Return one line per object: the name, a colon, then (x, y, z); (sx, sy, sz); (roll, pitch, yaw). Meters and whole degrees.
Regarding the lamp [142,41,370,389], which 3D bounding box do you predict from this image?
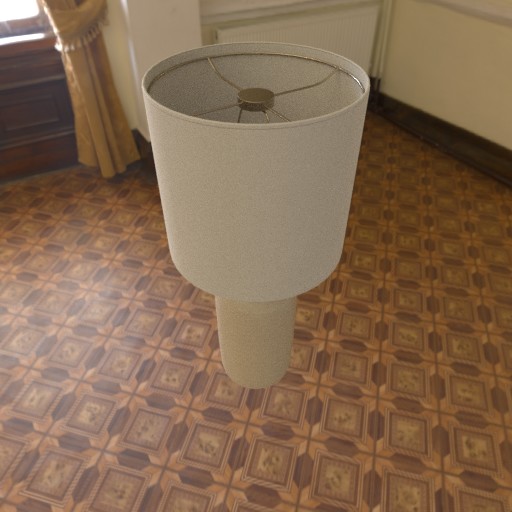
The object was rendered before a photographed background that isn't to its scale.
lamp: (0.000, 0.000, 0.593); (0.220, 0.475, 0.220); (-12, 43, -13)
